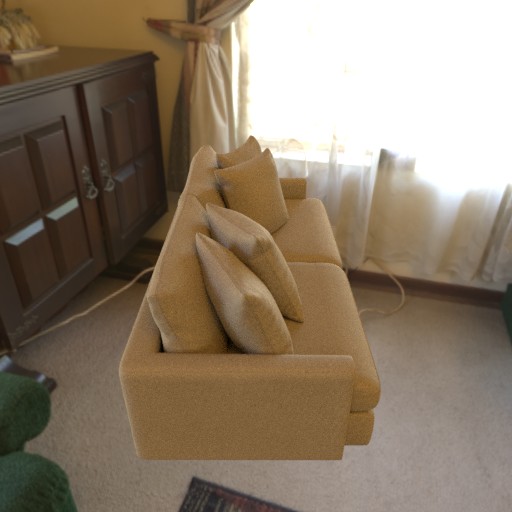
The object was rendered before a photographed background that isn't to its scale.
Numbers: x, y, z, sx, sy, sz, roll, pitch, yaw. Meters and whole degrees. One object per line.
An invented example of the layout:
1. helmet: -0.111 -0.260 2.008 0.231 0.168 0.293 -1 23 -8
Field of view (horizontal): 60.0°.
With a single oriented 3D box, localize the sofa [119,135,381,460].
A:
1. sofa: 0.000 0.000 3.001 1.228 1.084 2.380 0 31 0
